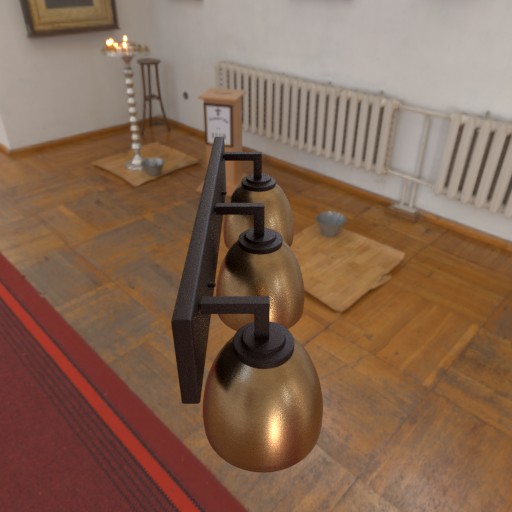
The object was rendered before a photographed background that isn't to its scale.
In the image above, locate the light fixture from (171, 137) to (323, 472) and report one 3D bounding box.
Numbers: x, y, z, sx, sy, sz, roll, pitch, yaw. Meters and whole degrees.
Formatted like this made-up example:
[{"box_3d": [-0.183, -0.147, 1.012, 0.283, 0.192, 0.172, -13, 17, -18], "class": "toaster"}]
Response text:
[{"box_3d": [0.000, 0.000, 0.681, 0.157, 0.204, 0.582, 0, 32, 0], "class": "light fixture"}]
